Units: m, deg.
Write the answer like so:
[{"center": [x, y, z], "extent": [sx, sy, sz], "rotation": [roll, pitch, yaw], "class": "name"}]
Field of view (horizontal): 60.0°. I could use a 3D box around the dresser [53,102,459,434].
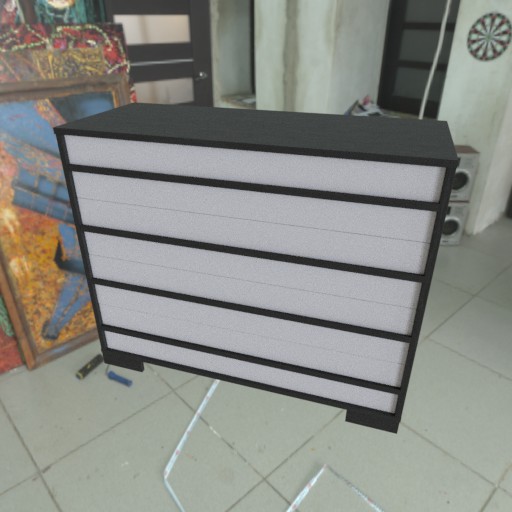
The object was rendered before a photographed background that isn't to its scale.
[{"center": [0.000, 0.000, 1.397], "extent": [0.994, 0.816, 0.404], "rotation": [9, 30, 15], "class": "dresser"}]
